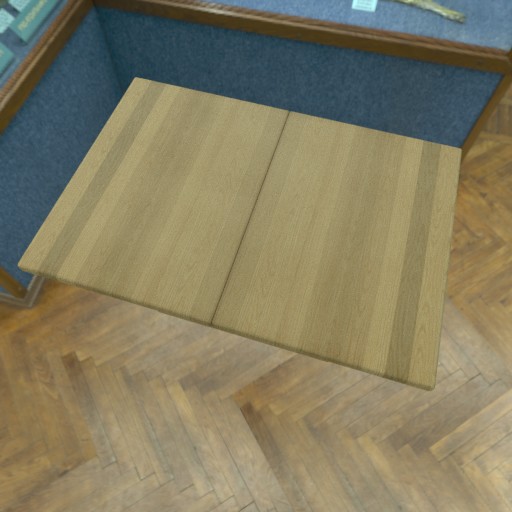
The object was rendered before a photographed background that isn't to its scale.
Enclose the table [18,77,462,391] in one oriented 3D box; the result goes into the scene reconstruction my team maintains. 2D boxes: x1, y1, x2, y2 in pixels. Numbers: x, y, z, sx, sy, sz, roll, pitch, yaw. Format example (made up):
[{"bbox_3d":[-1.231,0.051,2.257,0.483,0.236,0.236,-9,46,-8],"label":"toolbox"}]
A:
[{"bbox_3d":[0.000,0.000,1.839,1.300,0.770,0.900,15,63,8],"label":"table"}]
